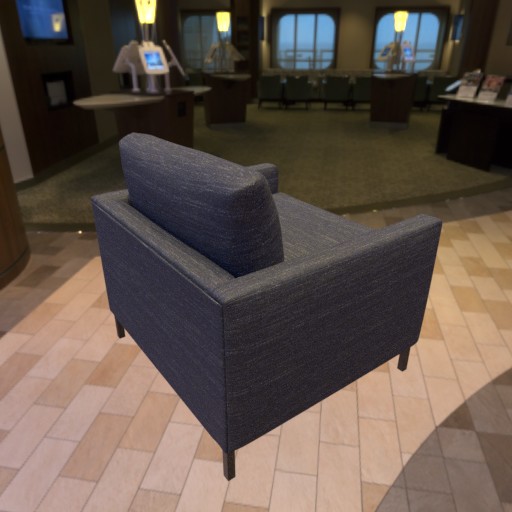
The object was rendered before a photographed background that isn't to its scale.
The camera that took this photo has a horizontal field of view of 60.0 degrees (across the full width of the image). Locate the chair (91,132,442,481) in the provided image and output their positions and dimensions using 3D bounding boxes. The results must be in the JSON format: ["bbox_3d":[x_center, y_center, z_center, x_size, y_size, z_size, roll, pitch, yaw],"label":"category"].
[{"bbox_3d":[0.000,0.000,1.630,0.866,0.861,0.963,-18,31,-32],"label":"chair"}]
